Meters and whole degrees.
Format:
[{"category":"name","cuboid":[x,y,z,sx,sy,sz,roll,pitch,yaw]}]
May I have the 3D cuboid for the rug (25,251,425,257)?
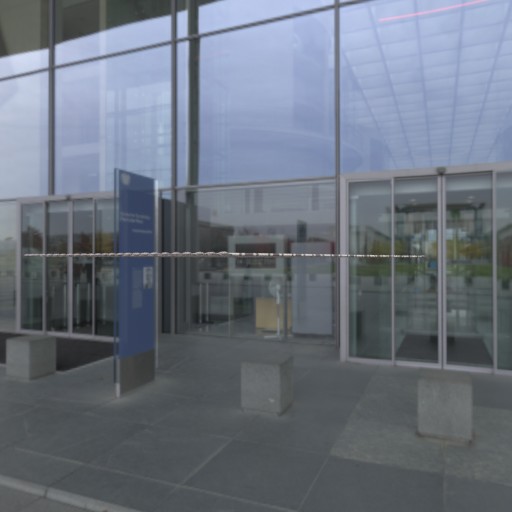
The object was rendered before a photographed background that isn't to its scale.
[{"category":"rug","cuboid":[0.000,0.000,3.061,1.563,0.014,2.425,0,0,38]}]
